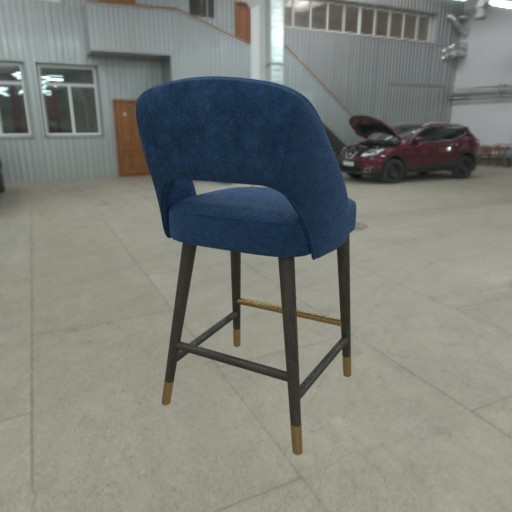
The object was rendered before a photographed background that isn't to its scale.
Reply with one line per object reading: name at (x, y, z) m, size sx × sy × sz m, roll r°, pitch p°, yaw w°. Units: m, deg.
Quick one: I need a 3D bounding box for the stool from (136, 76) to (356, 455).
stool at (0.000, 0.000, 1.280) m, size 0.536 × 0.925 × 0.524 m, roll 9°, pitch 19°, yaw 27°
